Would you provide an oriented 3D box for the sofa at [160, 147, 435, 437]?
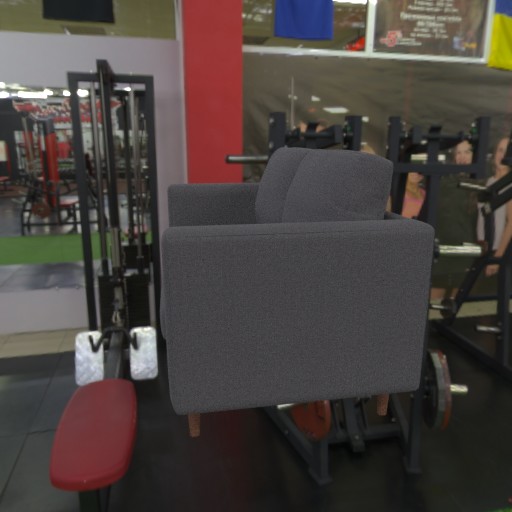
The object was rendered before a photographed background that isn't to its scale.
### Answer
[{"bbox_3d":[0.000,0.000,1.922,0.796,0.908,1.430,-3,15,-10],"label":"sofa"}]
